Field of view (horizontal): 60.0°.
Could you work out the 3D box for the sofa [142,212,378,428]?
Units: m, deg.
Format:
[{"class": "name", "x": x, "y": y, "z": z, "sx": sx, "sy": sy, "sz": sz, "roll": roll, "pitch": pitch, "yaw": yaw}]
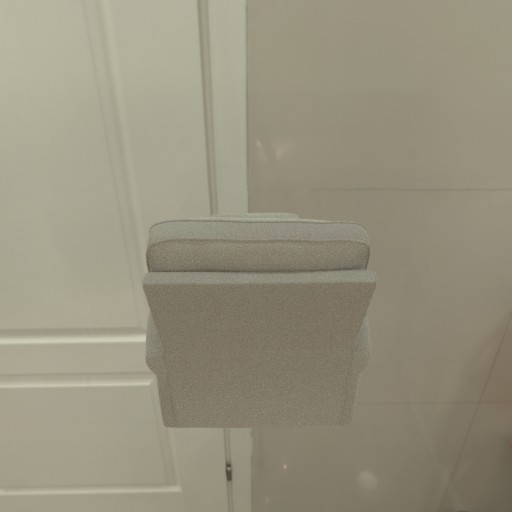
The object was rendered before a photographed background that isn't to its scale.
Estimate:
[{"class": "sofa", "x": 0.000, "y": 0.000, "z": 2.065, "sx": 0.880, "sy": 0.959, "sz": 1.478, "roll": 0, "pitch": 31, "yaw": -1}]
